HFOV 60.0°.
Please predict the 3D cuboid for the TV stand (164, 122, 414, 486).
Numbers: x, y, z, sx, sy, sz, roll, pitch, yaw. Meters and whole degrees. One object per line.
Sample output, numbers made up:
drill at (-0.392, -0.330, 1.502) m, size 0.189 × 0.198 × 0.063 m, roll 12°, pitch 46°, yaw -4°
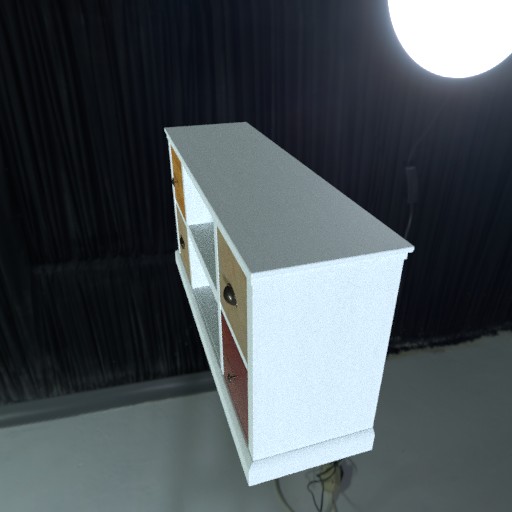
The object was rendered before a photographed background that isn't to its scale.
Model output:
TV stand at (0.000, 0.000, 1.499) m, size 0.424 × 0.624 × 1.187 m, roll -9°, pitch 30°, yaw -15°
